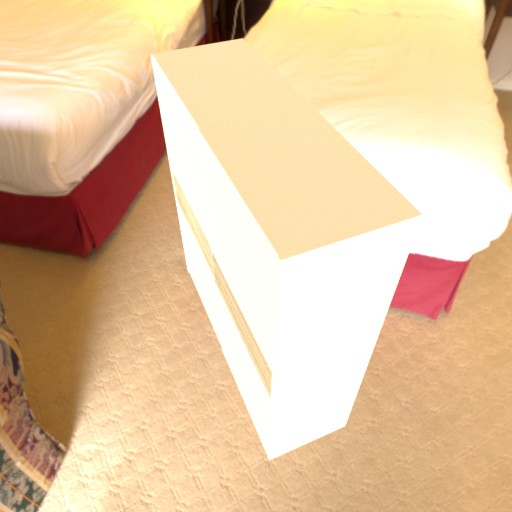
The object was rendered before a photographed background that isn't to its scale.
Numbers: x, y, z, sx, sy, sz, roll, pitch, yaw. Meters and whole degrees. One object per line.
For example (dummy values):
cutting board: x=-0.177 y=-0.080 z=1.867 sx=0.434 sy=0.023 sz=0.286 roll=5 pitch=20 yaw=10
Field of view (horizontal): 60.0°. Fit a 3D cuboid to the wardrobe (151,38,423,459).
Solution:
wardrobe: x=0.000 y=0.000 z=2.919 sx=0.600 sy=2.020 sz=1.830 roll=-17 pitch=50 yaw=-16
